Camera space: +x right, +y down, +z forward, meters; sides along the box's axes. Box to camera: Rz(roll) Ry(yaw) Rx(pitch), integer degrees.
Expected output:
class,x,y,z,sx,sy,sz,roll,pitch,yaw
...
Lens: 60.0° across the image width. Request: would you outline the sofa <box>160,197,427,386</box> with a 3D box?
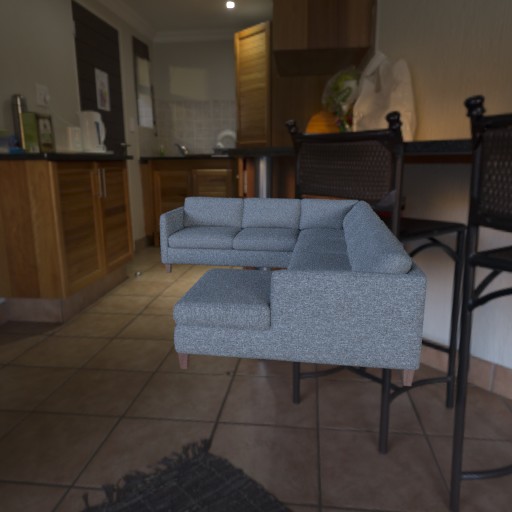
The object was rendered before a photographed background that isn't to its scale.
class,x,y,z,sx,sy,sz,roll,pitch,yaw
sofa,0.000,0.000,4.341,2.551,0.853,3.238,2,13,9
